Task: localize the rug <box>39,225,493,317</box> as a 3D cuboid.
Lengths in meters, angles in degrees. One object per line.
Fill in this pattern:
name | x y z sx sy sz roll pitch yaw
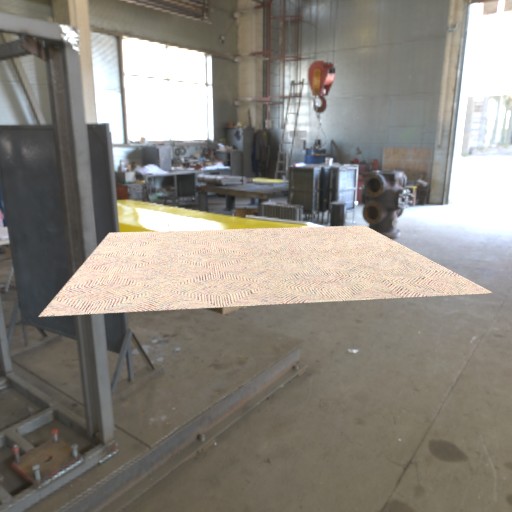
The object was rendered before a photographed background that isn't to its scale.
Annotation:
rug | 0.000 0.000 4.098 3.046 0.008 2.442 -2 15 -8
